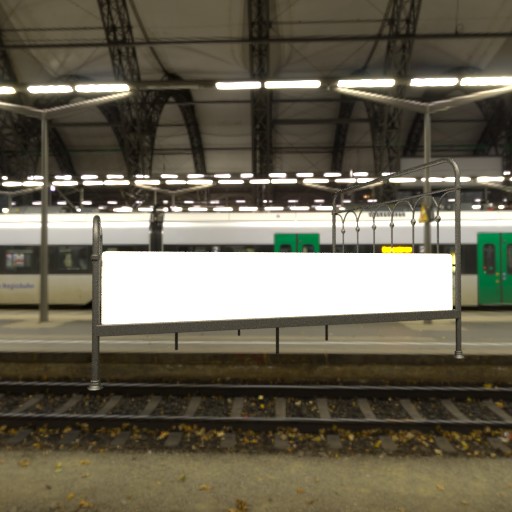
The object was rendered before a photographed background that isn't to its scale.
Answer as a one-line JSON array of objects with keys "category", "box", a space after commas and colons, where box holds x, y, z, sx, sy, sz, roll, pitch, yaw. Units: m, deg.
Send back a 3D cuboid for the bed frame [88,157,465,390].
[{"category": "bed frame", "box": [0.000, 0.000, 3.192, 2.203, 1.276, 1.664, 0, -1, -19]}]
